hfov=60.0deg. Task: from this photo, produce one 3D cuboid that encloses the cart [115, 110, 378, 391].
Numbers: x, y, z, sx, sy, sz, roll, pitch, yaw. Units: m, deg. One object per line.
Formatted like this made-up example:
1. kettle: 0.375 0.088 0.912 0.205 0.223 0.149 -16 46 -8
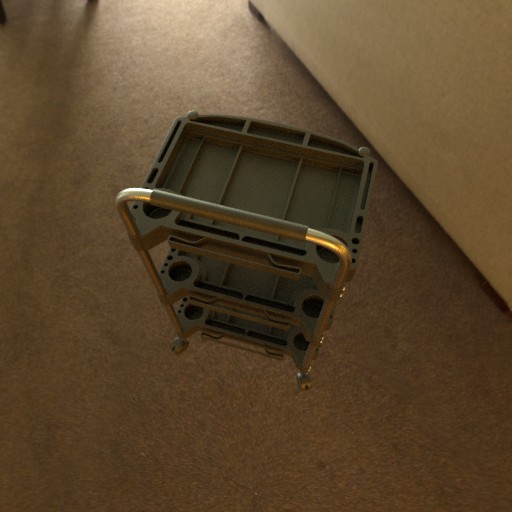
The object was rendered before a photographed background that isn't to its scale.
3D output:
1. cart: 0.000 0.000 1.413 0.584 1.075 0.518 14 63 7
